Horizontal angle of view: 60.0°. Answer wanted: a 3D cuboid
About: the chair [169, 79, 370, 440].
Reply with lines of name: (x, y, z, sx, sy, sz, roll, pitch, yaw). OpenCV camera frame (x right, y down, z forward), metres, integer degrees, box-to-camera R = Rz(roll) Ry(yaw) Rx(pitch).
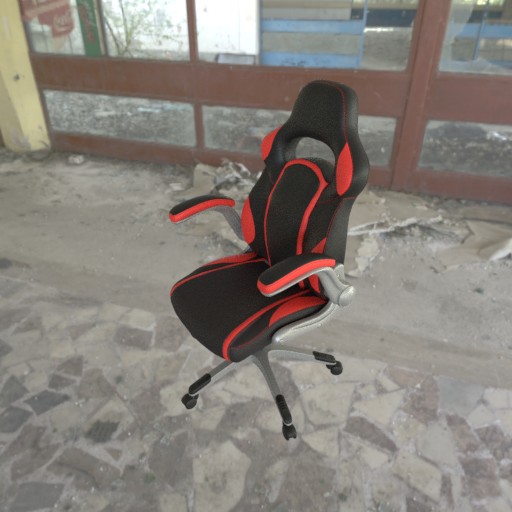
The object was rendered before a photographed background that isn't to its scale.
chair: (0.000, 0.000, 1.644, 0.712, 1.165, 0.758, -20, 36, -30)
